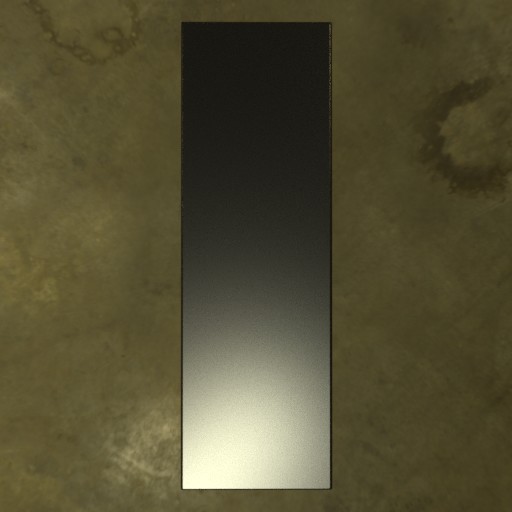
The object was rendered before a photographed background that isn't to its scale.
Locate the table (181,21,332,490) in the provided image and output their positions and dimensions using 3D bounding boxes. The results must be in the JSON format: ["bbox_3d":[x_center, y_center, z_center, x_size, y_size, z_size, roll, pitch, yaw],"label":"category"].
[{"bbox_3d":[0.000,0.000,1.530,0.386,0.819,1.191,0,90,0],"label":"table"}]
